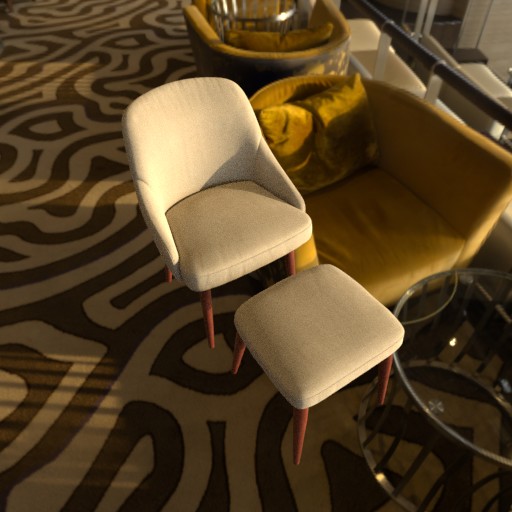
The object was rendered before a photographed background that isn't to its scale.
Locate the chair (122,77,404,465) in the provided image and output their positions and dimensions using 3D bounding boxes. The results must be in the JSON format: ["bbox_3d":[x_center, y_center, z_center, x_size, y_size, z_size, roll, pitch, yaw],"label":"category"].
[{"bbox_3d":[0.000,0.000,1.597,0.584,0.866,1.114,-25,51,-23],"label":"chair"}]
